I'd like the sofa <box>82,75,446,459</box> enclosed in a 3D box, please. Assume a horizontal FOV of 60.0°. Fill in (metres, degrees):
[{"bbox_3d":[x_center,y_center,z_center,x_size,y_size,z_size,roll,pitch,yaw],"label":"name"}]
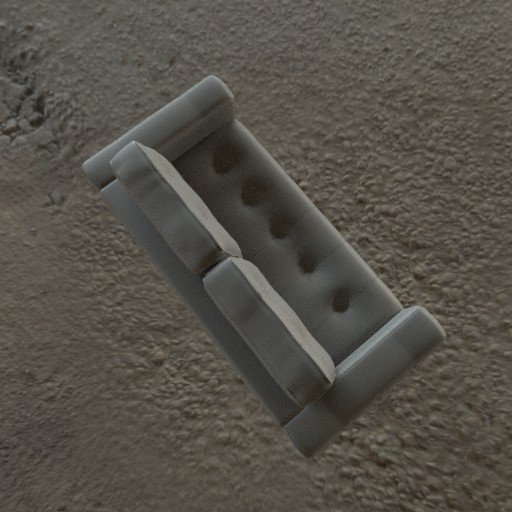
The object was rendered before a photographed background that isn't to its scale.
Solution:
[{"bbox_3d":[0.000,0.000,2.211,0.833,0.893,1.726,-38,79,-8],"label":"sofa"}]
